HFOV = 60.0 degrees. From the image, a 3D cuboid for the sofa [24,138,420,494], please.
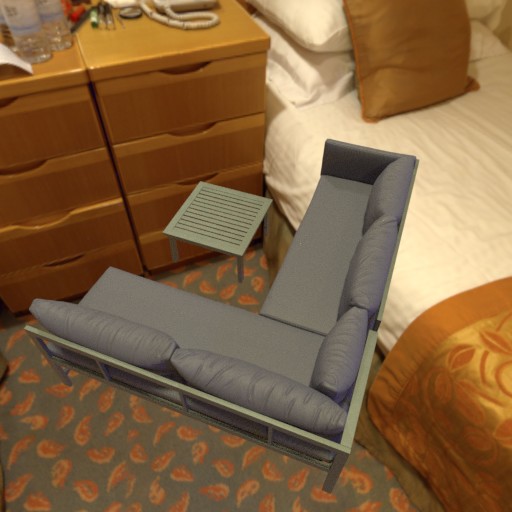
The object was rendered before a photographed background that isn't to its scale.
[{"bbox_3d":[0.000,0.000,2.861,1.658,0.762,2.149,16,50,14],"label":"sofa"}]
